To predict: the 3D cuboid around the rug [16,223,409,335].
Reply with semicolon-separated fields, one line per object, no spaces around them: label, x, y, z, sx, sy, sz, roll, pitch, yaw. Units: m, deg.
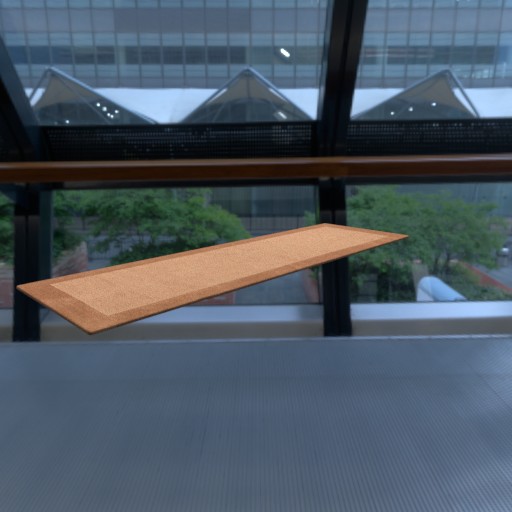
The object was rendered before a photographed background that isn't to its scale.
rug;0.000;0.000;2.662;0.764;0.017;2.439;13;19;43
